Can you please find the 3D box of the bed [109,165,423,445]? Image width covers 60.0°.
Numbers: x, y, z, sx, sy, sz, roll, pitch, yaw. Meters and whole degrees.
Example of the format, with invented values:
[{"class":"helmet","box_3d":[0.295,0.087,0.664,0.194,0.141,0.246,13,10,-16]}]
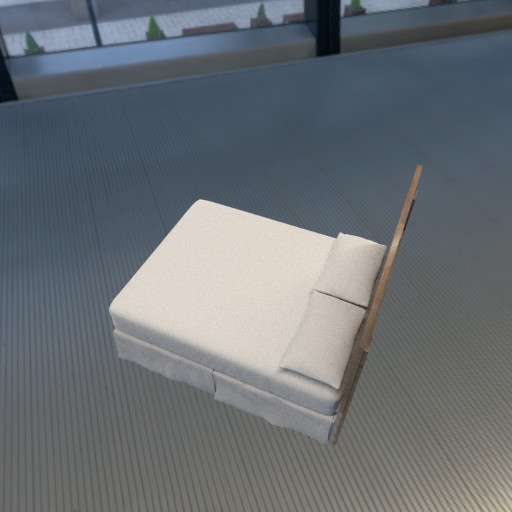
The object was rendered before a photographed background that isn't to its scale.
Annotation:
[{"class":"bed","box_3d":[0.000,0.000,3.627,2.112,2.002,1.713,18,49,16]}]
